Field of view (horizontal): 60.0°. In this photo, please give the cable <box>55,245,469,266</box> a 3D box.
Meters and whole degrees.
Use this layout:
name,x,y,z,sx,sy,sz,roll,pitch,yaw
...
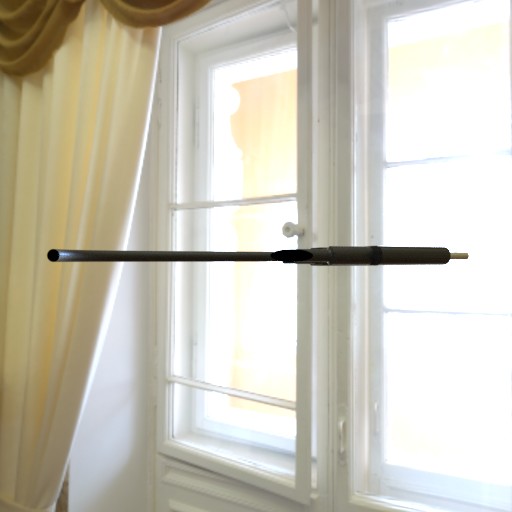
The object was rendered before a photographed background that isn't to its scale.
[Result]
name,x,y,z,sx,sy,sz,roll,pitch,yaw
cable,0.000,0.000,0.113,0.098,0.006,0.040,0,-1,-17
